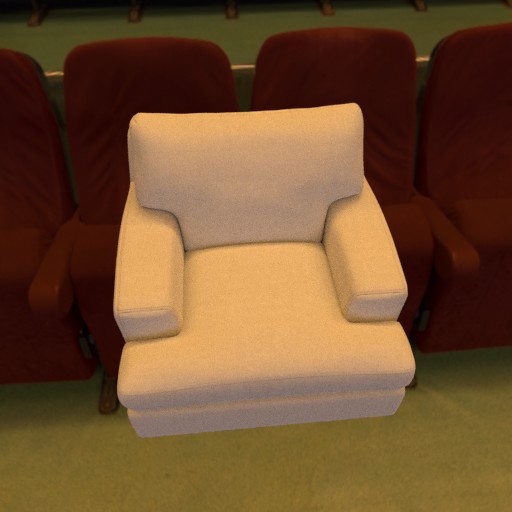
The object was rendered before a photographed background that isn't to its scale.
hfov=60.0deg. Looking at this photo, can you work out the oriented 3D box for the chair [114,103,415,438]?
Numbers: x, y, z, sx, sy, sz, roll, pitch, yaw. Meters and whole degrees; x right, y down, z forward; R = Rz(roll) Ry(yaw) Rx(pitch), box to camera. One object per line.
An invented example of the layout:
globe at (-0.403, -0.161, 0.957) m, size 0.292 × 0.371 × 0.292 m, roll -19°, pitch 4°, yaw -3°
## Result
chair at (0.000, 0.000, 1.899) m, size 1.140 × 0.930 × 1.158 m, roll -4°, pitch 47°, yaw -4°
